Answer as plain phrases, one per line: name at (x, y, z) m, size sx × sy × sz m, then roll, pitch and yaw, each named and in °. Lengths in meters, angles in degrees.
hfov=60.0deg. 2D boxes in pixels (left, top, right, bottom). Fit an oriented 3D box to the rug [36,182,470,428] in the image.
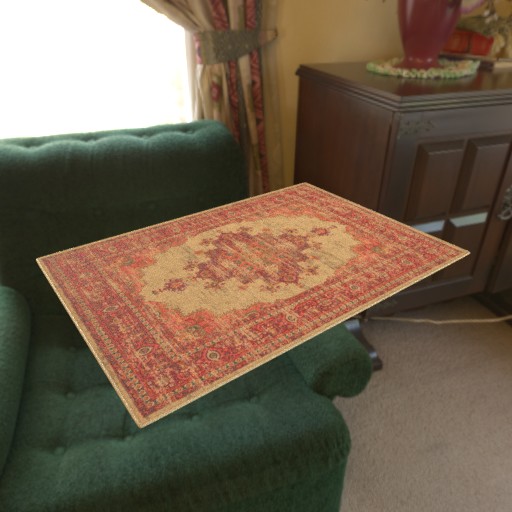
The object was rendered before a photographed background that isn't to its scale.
rug at (0.000, 0.000, 2.766) m, size 2.232 × 0.011 × 1.555 m, roll -20°, pitch 36°, yaw -31°
